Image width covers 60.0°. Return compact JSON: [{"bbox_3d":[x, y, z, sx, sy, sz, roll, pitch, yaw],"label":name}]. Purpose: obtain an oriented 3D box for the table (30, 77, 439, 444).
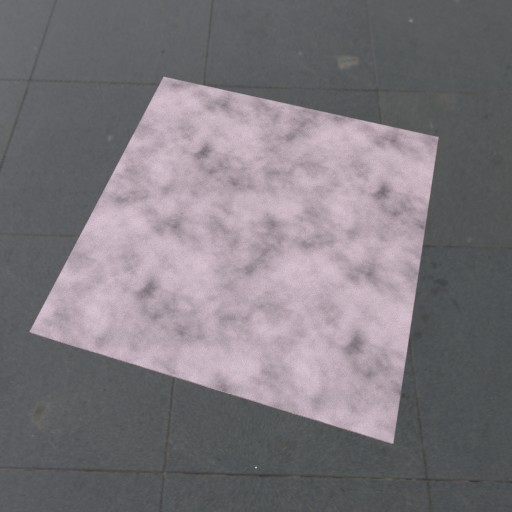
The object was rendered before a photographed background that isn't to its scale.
[{"bbox_3d":[0.000,0.000,1.048,0.670,0.305,0.670,15,65,7],"label":"table"}]
